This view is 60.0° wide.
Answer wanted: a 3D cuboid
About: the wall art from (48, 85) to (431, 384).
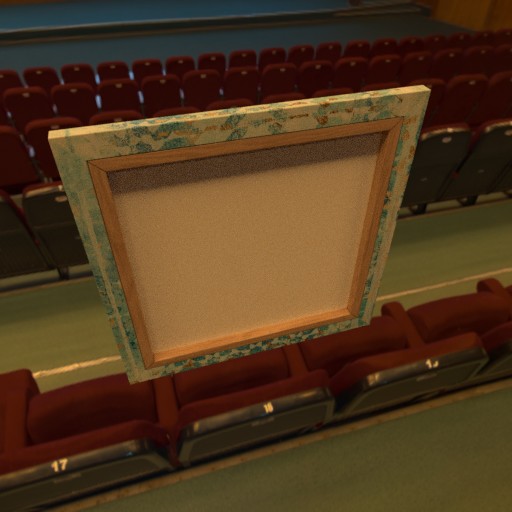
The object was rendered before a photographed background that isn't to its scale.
[{"bbox_3d":[0.000,0.000,1.337,0.916,0.916,0.040,-11,43,-13],"label":"wall art"}]
